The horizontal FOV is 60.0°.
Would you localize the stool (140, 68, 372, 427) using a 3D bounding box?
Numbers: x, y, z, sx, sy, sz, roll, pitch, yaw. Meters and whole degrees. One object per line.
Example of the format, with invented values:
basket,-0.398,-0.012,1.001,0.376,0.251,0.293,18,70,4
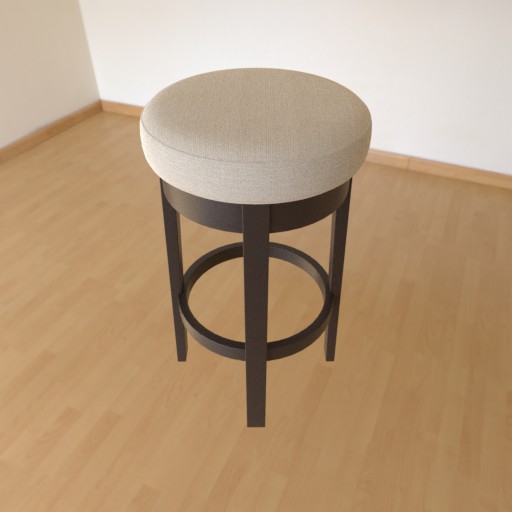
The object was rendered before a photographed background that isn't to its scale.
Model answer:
stool,0.000,0.000,1.043,0.446,0.758,0.446,0,40,0
